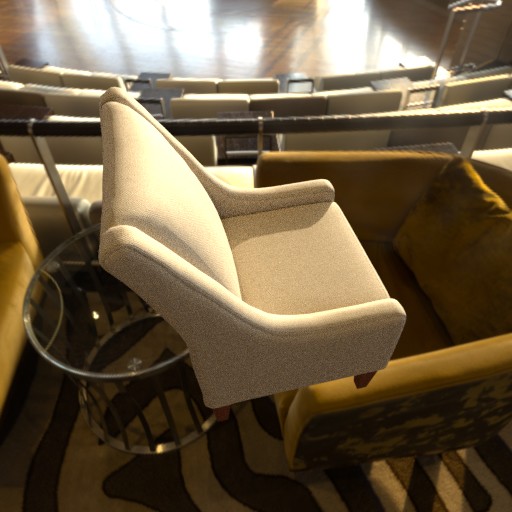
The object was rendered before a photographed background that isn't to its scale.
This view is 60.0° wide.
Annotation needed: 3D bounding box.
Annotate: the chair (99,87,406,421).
[{"bbox_3d":[0.000,0.000,1.599,0.870,1.014,0.774,-10,48,-9],"label":"chair"}]
